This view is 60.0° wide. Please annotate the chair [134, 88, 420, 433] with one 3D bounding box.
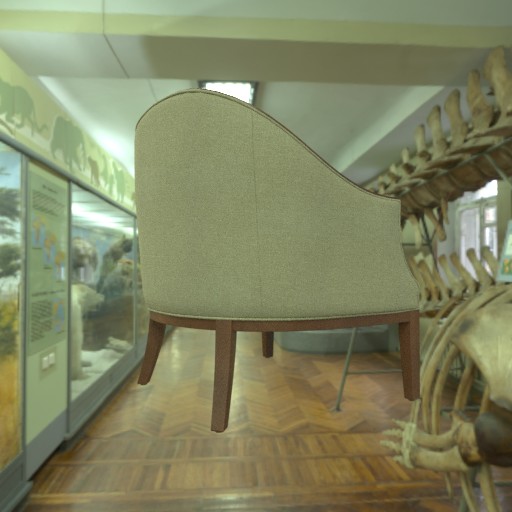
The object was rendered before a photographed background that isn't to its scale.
[{"bbox_3d":[0.000,0.000,1.471,0.735,0.876,0.803,1,-1,-35],"label":"chair"}]
